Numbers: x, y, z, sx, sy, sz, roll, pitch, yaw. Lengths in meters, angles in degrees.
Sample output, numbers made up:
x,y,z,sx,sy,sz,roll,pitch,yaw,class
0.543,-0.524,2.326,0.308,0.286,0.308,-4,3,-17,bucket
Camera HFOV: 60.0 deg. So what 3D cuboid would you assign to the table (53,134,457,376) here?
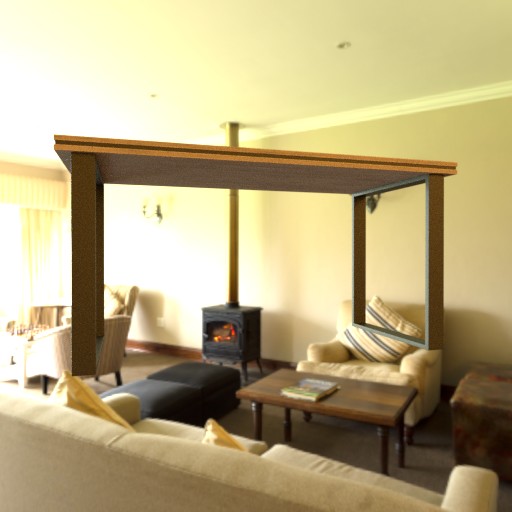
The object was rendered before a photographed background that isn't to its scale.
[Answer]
x,y,z,sx,sy,sz,roll,pitch,yaw,class
0.000,0.000,2.255,1.778,0.899,0.795,0,0,-16,table
